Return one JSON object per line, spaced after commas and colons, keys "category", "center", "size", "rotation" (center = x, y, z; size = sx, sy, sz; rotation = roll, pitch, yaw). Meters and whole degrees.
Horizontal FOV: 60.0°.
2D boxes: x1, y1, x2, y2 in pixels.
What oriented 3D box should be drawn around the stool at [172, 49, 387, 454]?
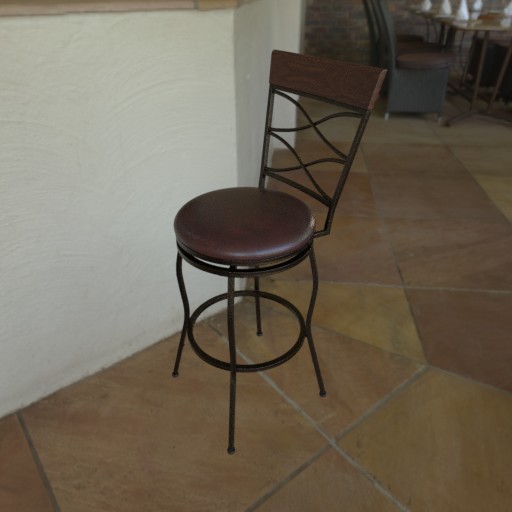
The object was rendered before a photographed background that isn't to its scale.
{"category": "stool", "center": [0.000, 0.000, 1.418], "size": [0.513, 1.130, 0.448], "rotation": [-20, 37, -29]}
